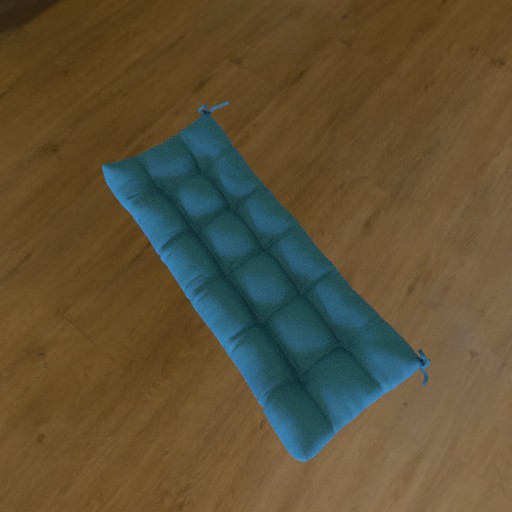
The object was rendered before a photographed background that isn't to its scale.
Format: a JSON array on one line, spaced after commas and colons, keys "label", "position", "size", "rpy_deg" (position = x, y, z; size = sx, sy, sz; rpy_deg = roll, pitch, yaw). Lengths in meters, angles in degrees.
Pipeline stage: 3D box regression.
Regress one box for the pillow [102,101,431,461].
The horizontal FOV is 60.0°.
[{"label": "pillow", "position": [0.000, 0.000, 1.394], "size": [0.511, 0.174, 1.194], "rpy_deg": [-33, 69, -14]}]
